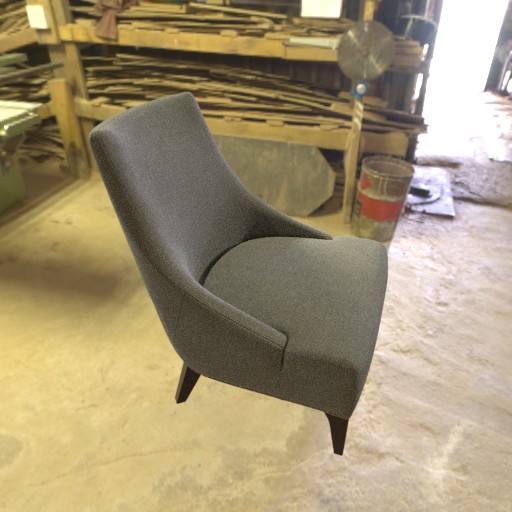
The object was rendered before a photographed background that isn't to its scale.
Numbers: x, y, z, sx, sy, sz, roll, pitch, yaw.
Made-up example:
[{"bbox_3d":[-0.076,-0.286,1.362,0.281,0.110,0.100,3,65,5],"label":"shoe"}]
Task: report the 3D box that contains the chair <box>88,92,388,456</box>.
[{"bbox_3d":[0.000,0.000,1.483,0.861,0.909,0.701,11,33,17],"label":"chair"}]
